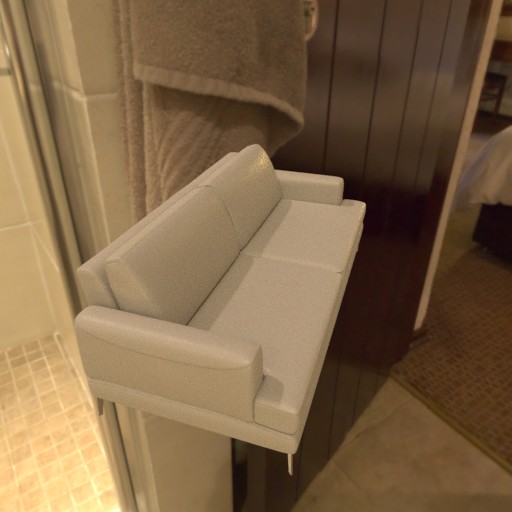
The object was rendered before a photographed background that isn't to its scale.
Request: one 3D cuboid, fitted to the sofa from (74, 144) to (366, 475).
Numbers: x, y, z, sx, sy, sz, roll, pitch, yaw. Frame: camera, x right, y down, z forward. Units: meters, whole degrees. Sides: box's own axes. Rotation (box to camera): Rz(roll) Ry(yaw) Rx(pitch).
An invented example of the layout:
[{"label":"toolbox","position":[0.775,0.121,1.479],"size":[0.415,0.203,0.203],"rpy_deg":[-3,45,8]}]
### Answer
[{"label":"sofa","position":[0.000,0.000,2.427],"size":[0.974,0.765,1.940],"rpy_deg":[10,32,16]}]
